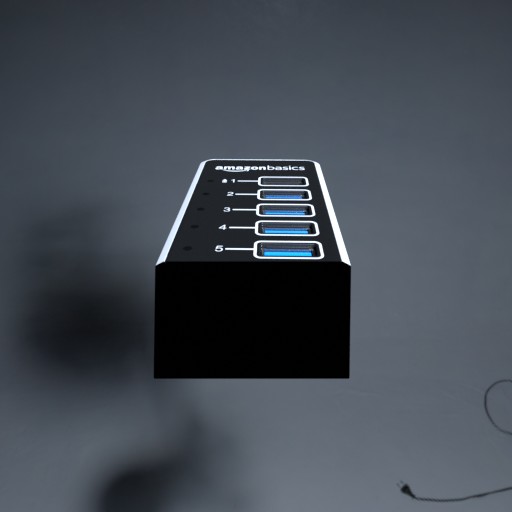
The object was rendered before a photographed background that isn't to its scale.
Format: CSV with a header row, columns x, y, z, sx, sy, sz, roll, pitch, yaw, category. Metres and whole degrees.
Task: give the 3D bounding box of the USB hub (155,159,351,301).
x,y,z,sx,sy,sz,roll,pitch,yaw,category
0.000,0.000,0.126,0.044,0.023,0.110,1,29,1,USB hub
